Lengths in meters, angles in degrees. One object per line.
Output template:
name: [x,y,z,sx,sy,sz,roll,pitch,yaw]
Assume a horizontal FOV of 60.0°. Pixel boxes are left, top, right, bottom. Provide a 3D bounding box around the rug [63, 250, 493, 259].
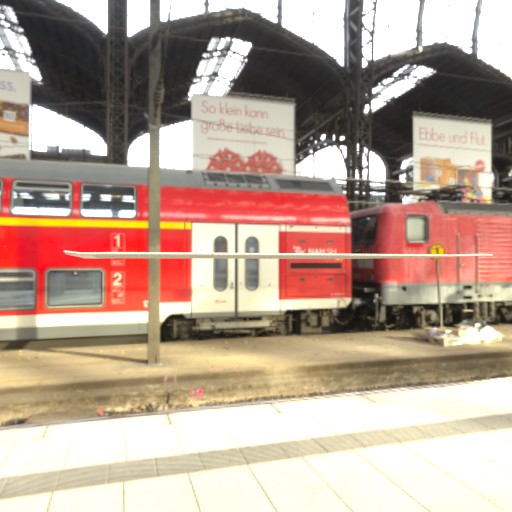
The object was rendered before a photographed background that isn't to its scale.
rug: [0.000,0.000,3.846,2.897,0.035,2.277,0,-1,-19]
